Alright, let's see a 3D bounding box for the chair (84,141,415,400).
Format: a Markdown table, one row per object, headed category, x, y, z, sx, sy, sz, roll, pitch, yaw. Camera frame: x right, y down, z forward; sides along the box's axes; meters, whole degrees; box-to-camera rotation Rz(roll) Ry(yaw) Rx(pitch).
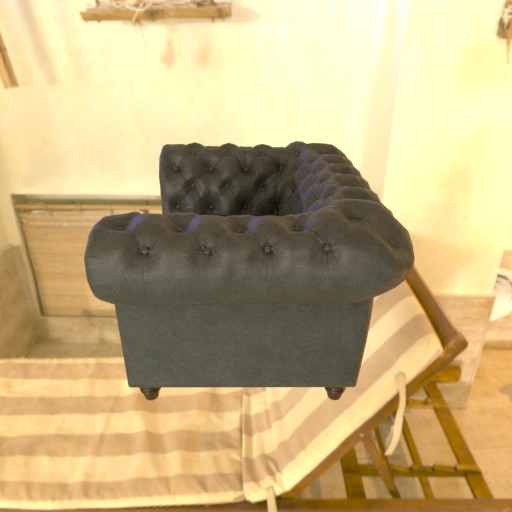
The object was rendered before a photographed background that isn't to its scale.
| category | x | y | z | sx | sy | sz | roll | pitch | yaw |
| --- | --- | --- | --- | --- | --- | --- | --- | --- | --- |
| chair | 0.000 | 0.000 | 1.887 | 0.943 | 0.780 | 1.298 | 0 | 26 | 0 |
